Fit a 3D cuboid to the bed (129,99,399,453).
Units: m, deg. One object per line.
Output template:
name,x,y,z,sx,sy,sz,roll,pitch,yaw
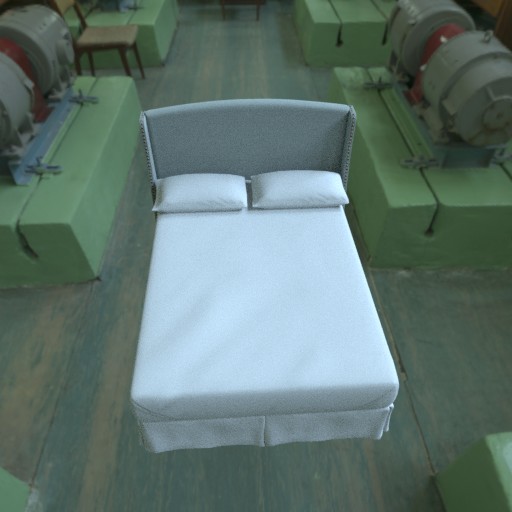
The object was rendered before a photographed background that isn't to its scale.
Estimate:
bed,0.000,0.000,3.243,1.710,1.407,2.237,-2,44,-3
